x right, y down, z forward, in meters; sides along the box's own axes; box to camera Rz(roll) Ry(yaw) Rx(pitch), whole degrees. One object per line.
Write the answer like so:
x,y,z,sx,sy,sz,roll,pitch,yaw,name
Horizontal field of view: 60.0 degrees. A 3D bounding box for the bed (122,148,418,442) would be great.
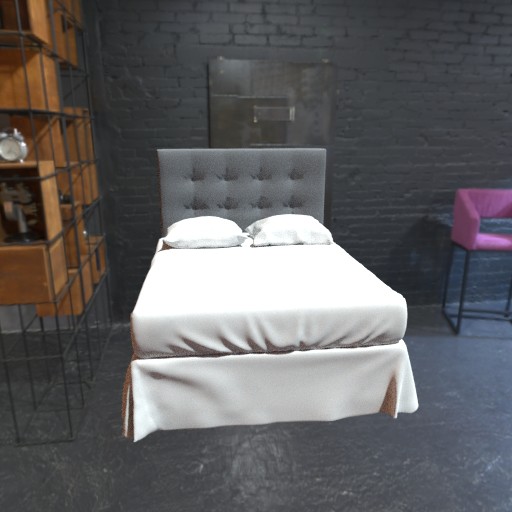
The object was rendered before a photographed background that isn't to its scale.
0.000,0.000,3.493,1.936,1.577,2.222,-2,16,-7,bed
